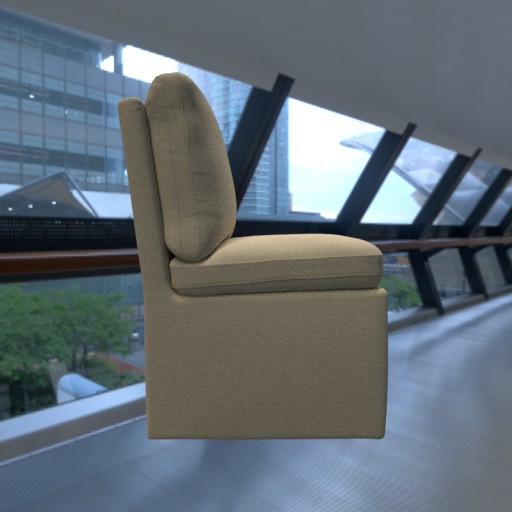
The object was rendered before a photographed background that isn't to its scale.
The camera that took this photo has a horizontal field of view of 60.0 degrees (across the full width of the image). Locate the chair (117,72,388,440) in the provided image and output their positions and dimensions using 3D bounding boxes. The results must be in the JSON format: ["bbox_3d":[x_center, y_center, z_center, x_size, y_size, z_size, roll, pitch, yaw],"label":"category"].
[{"bbox_3d":[0.000,0.000,1.338,0.698,0.927,0.503,0,2,-1],"label":"chair"}]
